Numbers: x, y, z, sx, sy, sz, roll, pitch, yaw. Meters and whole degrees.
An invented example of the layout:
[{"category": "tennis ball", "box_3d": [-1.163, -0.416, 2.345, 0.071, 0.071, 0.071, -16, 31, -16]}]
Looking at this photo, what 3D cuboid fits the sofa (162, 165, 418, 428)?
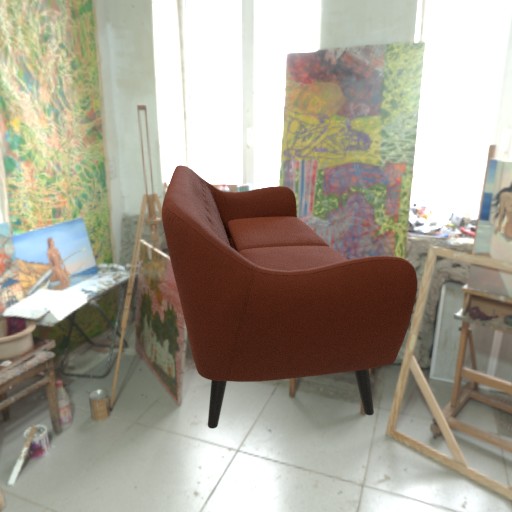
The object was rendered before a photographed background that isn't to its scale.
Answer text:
[{"category": "sofa", "box_3d": [0.000, 0.000, 2.255, 0.820, 0.836, 1.840, -2, 16, -8]}]
